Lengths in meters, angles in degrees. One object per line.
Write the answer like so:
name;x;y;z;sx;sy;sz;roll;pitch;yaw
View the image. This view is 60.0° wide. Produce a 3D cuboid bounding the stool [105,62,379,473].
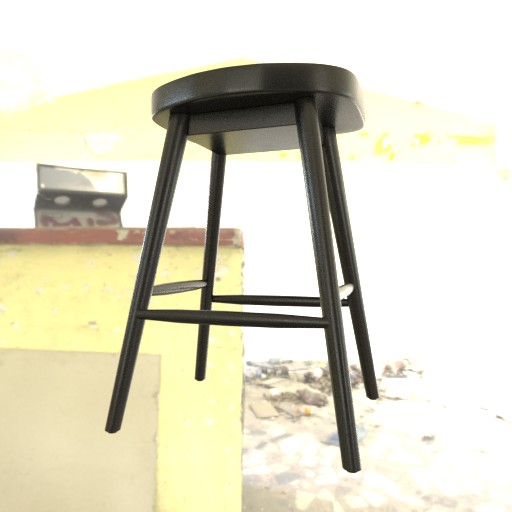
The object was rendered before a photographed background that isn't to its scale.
stool;0.000;0.000;0.862;0.440;0.615;0.361;0;0;20
